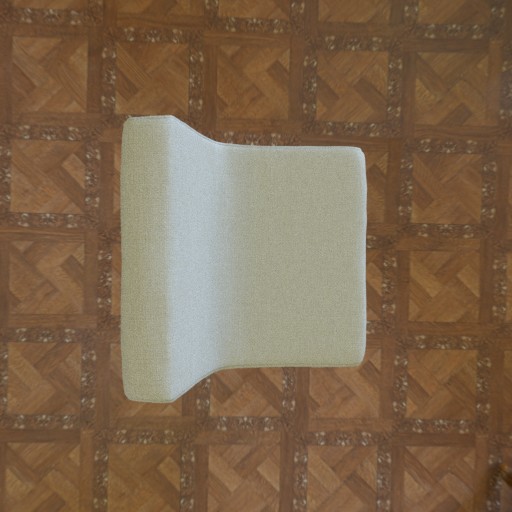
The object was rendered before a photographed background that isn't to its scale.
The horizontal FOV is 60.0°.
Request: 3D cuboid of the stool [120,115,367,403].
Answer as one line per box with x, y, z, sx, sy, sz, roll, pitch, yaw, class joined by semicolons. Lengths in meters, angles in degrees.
0.000;0.000;1.228;0.500;0.937;0.511;0;91;-1;stool
